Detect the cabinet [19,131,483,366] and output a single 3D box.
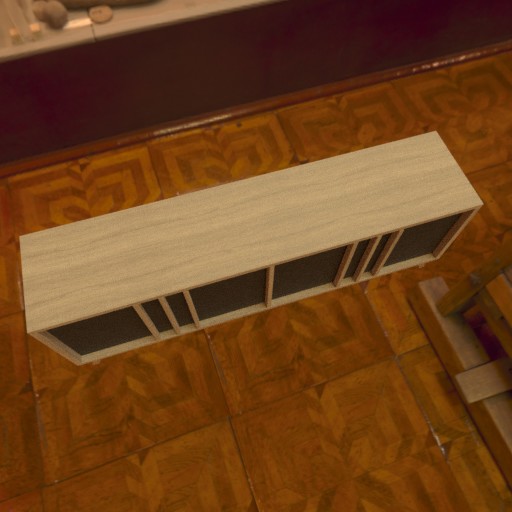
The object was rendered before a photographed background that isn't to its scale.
[{"bbox_3d":[0.000,0.000,2.490,2.198,0.779,0.499,-16,64,-8],"label":"cabinet"}]
